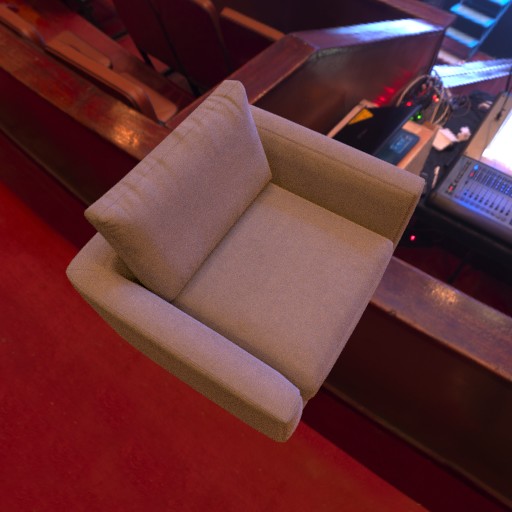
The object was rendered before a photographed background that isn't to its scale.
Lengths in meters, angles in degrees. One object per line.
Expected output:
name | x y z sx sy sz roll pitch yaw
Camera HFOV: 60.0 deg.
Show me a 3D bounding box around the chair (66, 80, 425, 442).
chair | 0.000 0.000 1.691 0.889 0.864 1.041 28 63 16
